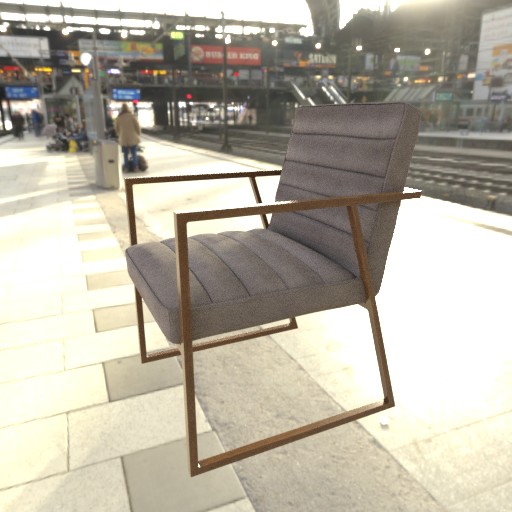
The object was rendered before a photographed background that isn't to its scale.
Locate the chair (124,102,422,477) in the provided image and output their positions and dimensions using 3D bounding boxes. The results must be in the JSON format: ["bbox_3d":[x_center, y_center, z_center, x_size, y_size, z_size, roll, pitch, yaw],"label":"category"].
[{"bbox_3d":[0.000,0.000,1.286,0.682,0.843,0.578,-8,19,-24],"label":"chair"}]
